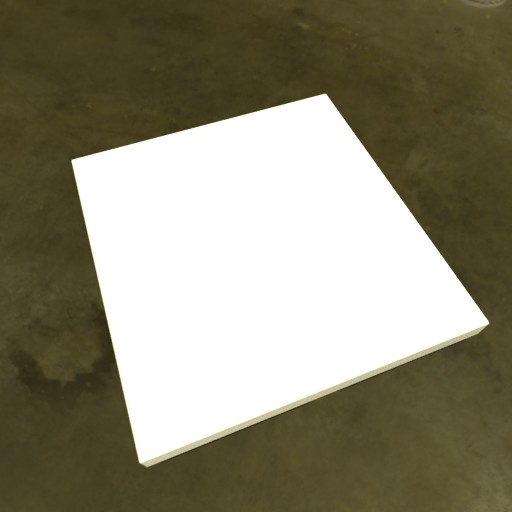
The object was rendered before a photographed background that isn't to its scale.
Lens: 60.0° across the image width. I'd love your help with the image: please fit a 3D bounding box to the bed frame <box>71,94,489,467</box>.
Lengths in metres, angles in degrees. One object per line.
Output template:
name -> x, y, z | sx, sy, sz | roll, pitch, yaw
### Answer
bed frame -> 0.000, 0.000, 2.951 | 1.930, 0.559, 2.032 | -18, 60, -11
